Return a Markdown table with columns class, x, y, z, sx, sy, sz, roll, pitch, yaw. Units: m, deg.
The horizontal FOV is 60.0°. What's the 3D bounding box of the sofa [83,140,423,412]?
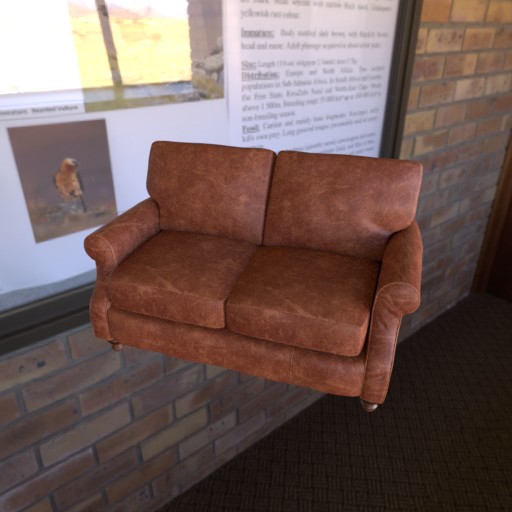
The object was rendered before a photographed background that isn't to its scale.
| class | x | y | z | sx | sy | sz | roll | pitch | yaw |
| --- | --- | --- | --- | --- | --- | --- | --- | --- | --- |
| sofa | 0.000 | 0.000 | 2.308 | 1.616 | 0.967 | 0.990 | 9 | 28 | 17 |
